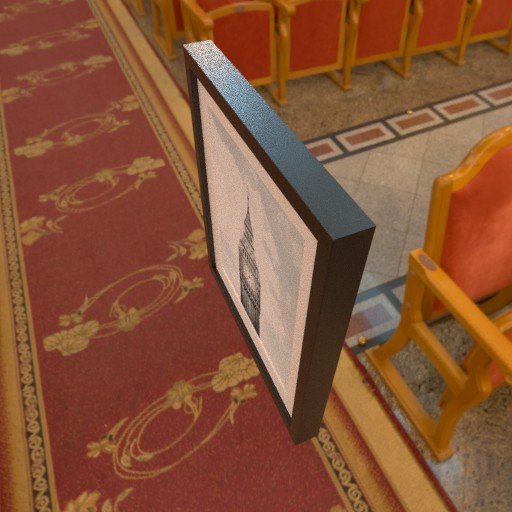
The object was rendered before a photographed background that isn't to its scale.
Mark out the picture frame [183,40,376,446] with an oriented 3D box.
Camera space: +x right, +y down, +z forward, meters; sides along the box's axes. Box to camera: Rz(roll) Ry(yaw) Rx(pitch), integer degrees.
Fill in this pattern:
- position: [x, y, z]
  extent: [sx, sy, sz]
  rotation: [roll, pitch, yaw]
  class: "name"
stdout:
- position: [0.000, 0.000, 0.534]
  extent: [0.034, 0.378, 0.328]
  rotation: [-18, 50, -16]
  class: "picture frame"
